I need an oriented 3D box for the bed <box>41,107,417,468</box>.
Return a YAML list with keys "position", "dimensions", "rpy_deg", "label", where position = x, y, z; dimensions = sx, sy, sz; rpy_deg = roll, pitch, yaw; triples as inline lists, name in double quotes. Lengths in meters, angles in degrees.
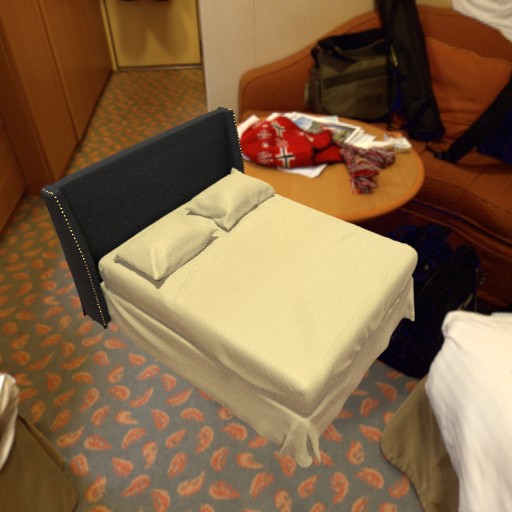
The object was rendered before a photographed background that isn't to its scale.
- position: [0.000, 0.000, 3.469]
  dimensions: [2.276, 1.332, 1.925]
  rpy_deg: [26, 46, 28]
  label: "bed"
